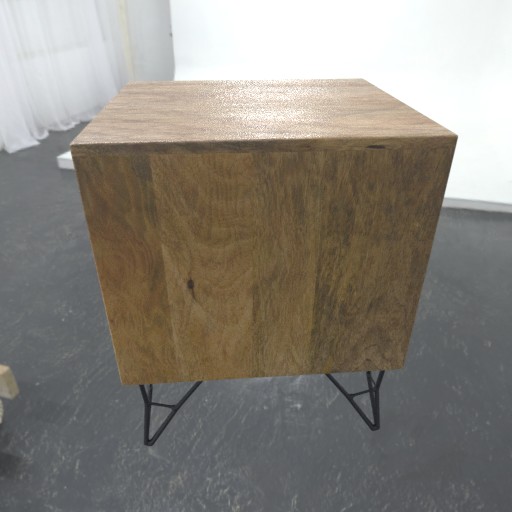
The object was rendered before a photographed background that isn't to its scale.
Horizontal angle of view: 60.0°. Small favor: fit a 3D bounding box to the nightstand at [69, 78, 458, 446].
[{"bbox_3d":[0.000,0.000,0.832,0.457,0.559,0.406,-2,31,-4],"label":"nightstand"}]
